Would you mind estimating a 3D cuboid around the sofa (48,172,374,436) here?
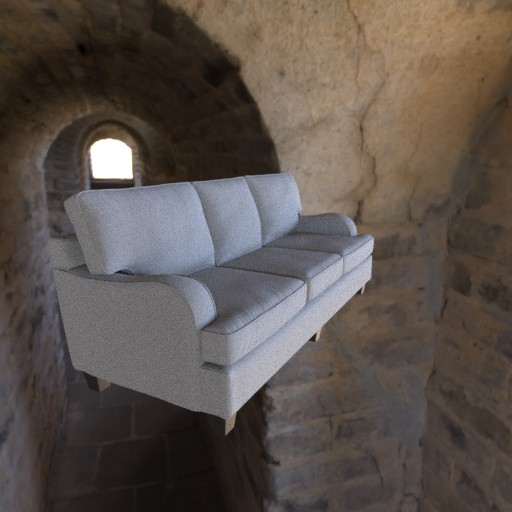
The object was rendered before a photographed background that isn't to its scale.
[{"bbox_3d":[0.000,0.000,2.886,1.016,0.997,2.323,7,15,27],"label":"sofa"}]
